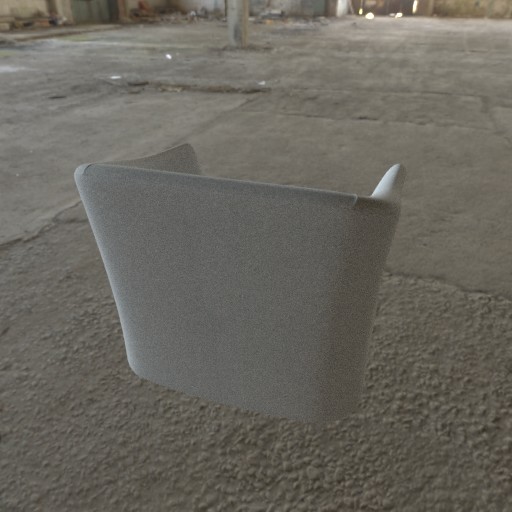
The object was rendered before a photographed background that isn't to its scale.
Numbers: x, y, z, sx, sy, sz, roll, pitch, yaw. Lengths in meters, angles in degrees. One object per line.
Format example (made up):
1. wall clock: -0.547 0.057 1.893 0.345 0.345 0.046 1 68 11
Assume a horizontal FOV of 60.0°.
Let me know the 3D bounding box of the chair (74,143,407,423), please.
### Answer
1. chair: 0.000 0.000 1.342 0.790 0.720 0.700 9 32 15
